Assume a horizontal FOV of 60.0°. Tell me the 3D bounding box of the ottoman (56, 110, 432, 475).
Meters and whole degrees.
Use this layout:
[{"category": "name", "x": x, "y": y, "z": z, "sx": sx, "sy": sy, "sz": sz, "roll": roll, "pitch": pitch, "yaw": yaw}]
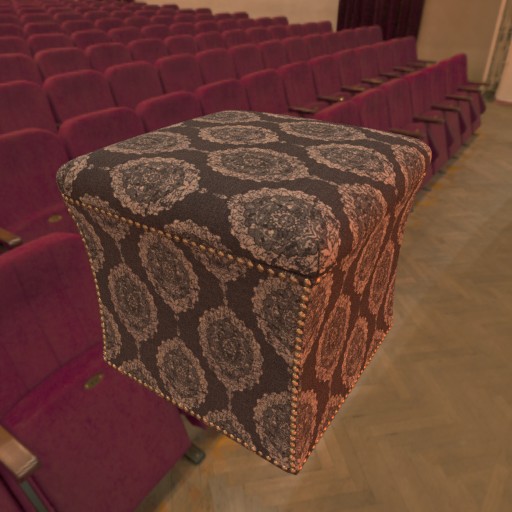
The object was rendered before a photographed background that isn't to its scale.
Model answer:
[{"category": "ottoman", "x": 0.000, "y": 0.000, "z": 0.881, "sx": 0.507, "sy": 0.475, "sz": 0.497, "roll": 19, "pitch": 36, "yaw": 29}]
